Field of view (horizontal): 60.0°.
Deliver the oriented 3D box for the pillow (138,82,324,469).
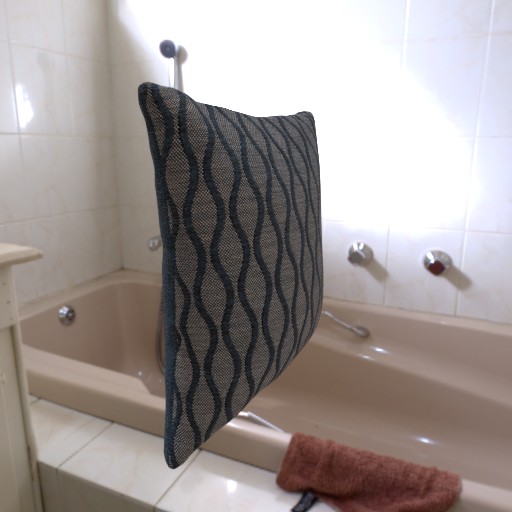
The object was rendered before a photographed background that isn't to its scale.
[{"bbox_3d":[0.000,0.000,0.646,0.159,0.435,0.435,7,15,26],"label":"pillow"}]
